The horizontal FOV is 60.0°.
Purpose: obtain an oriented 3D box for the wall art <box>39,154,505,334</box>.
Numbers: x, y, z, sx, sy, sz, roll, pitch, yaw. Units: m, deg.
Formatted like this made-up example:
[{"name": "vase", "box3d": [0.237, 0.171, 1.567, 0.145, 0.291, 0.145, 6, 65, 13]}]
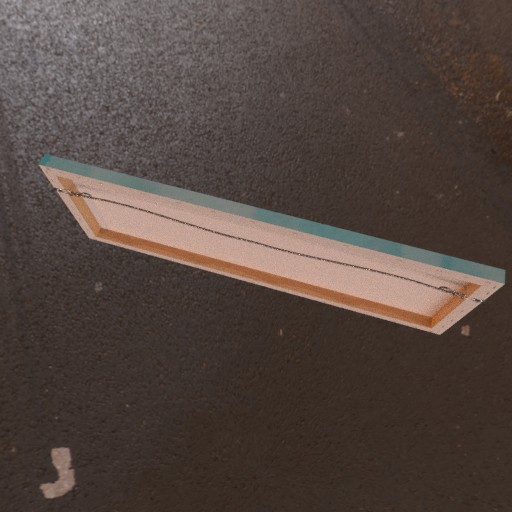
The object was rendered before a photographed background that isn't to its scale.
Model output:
[{"name": "wall art", "box3d": [0.000, 0.000, 0.804, 0.759, 0.254, 0.044, 15, 64, 7]}]
